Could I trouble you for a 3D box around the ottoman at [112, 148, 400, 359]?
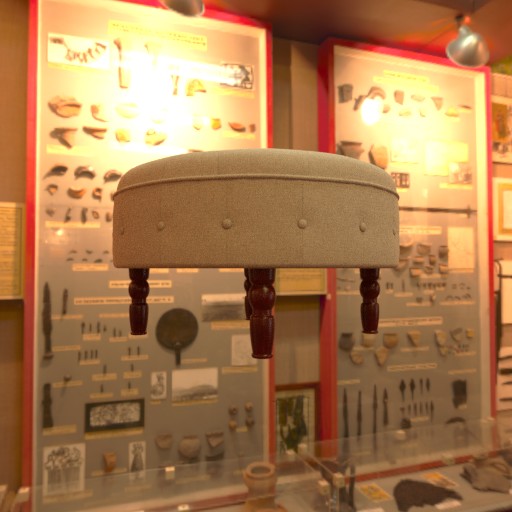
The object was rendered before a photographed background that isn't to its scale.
[{"bbox_3d":[0.000,0.000,1.373,0.849,0.478,0.849,0,-2,0],"label":"ottoman"}]
